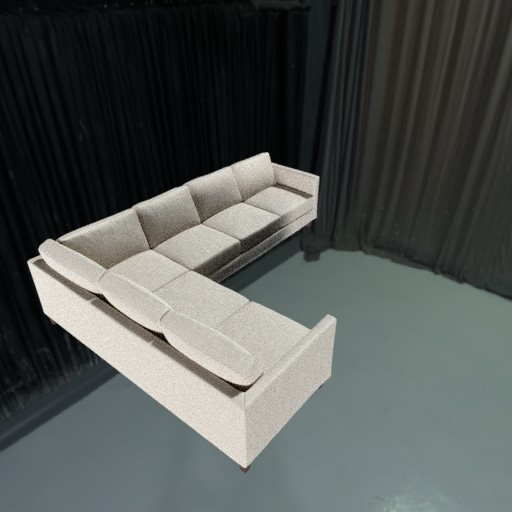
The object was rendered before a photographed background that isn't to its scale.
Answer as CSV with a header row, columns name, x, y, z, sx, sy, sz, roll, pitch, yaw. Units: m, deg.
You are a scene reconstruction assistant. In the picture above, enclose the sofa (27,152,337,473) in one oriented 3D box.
name,x,y,z,sx,sy,sz,roll,pitch,yaw
sofa,0.000,0.000,4.257,2.432,0.863,3.182,23,39,32
